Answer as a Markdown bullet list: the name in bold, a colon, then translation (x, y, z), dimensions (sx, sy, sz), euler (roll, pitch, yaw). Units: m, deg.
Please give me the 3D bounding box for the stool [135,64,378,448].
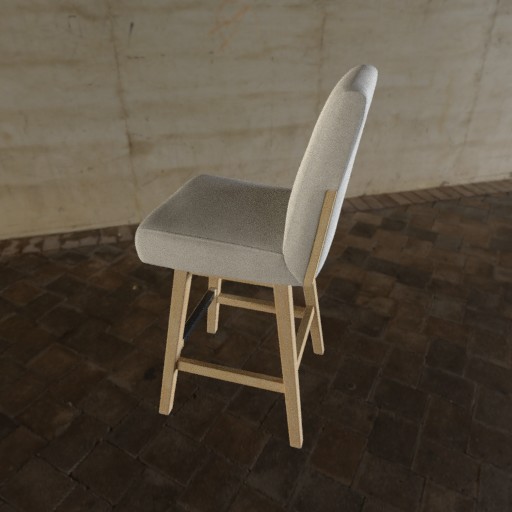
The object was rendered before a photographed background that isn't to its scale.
- **stool**: translation (0.000, 0.000, 1.290), dimensions (0.543, 1.015, 0.446), euler (8, 31, 14)
